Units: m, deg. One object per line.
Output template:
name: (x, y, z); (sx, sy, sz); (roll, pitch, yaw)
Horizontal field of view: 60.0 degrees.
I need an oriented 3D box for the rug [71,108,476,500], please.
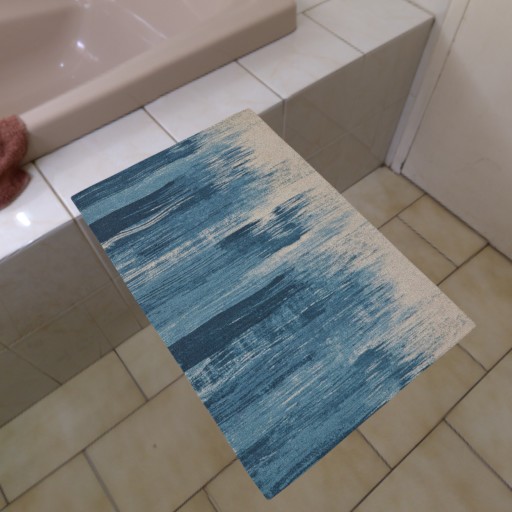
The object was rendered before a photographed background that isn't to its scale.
rug: (0.000, 0.000, 2.261); (1.232, 0.009, 1.836); (-32, 64, -18)
